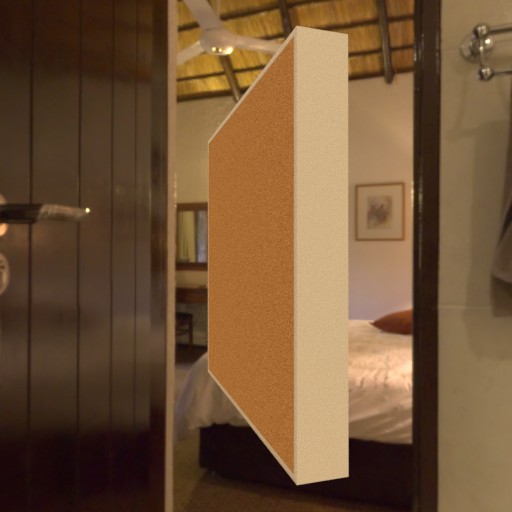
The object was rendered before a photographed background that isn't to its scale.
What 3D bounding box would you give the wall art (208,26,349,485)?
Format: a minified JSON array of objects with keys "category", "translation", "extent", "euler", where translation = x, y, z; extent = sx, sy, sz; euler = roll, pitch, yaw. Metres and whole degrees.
[{"category":"wall art","translation":[0.000,0.000,0.445],"extent":[0.038,0.304,0.305],"euler":[0,0,-17]}]
